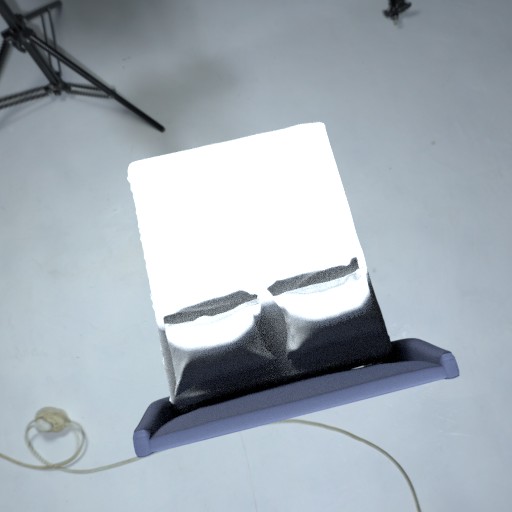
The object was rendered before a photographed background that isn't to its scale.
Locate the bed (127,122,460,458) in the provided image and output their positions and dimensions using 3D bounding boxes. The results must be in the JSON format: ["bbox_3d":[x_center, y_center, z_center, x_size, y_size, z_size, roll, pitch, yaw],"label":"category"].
[{"bbox_3d":[0.000,0.000,3.390,1.925,1.332,2.276,-13,76,-3],"label":"bed"}]
